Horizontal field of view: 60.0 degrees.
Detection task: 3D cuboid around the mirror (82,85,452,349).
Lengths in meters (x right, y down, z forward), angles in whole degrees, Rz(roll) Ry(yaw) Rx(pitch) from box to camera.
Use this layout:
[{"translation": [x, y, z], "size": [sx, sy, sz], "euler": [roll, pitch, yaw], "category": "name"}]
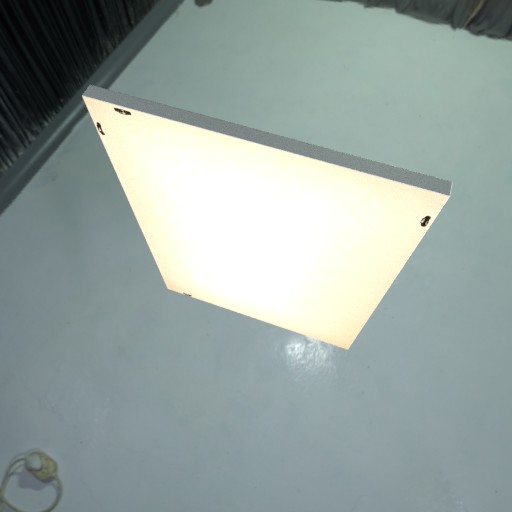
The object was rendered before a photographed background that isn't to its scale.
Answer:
[{"translation": [0.000, 0.000, 1.325], "size": [0.762, 1.016, 0.040], "euler": [17, 64, 9], "category": "mirror"}]
